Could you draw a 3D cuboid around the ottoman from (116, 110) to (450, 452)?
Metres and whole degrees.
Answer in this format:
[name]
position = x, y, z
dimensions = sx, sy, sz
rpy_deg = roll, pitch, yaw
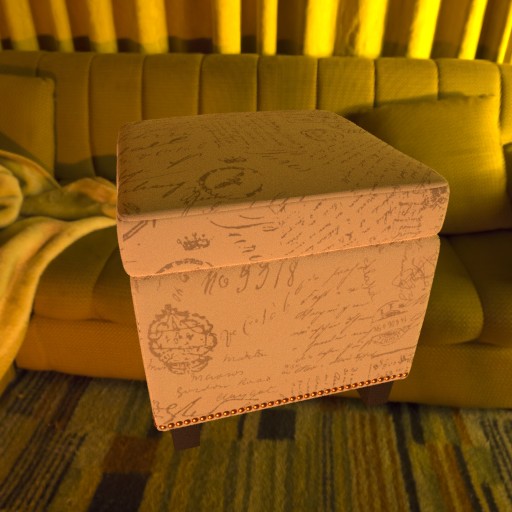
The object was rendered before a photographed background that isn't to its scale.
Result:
[ottoman]
position = 0.000, 0.000, 0.828
dimensions = 0.449, 0.457, 0.450
rpy_deg = -8, 32, -13
